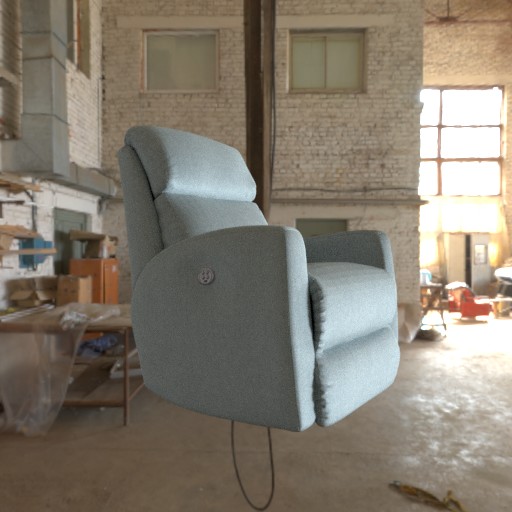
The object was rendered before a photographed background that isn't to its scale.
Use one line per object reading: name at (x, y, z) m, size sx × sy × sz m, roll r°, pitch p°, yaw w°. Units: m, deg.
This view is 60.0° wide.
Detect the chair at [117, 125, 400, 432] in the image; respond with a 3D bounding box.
chair at (0.000, 0.000, 1.706) m, size 0.940 × 1.016 × 0.794 m, roll 1°, pitch 1°, yaw 37°
